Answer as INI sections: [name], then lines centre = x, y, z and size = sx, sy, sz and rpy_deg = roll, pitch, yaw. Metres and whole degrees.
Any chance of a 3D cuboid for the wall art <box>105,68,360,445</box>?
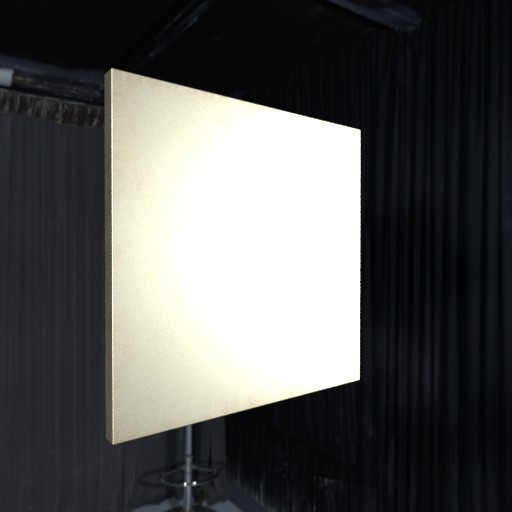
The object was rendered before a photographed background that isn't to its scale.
[wall art]
centre = 0.000, 0.000, 0.756
size = 0.503, 0.506, 0.030
rpy_deg = 0, 1, -37
